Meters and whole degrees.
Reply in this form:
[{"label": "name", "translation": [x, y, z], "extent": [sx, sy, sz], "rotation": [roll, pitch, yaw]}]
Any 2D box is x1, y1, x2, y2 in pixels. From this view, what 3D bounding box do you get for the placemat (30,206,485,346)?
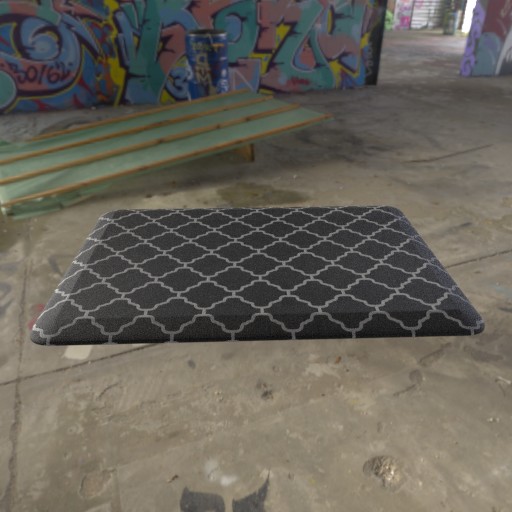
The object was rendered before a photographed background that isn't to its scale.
[{"label": "placemat", "translation": [0.000, 0.000, 0.930], "extent": [0.762, 0.021, 0.508], "rotation": [-1, 31, -2]}]
